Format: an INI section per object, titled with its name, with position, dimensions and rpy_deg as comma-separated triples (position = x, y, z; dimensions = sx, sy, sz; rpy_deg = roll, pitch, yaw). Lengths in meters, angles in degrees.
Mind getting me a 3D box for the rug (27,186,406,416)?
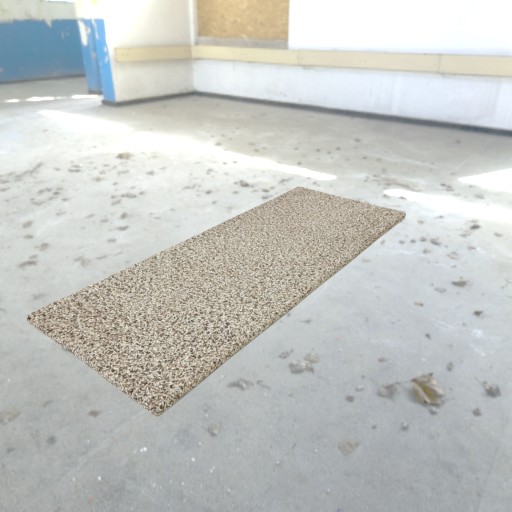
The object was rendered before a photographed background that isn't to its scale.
[rug]
position = 0.000, 0.000, 1.724
dimensions = 0.609, 0.030, 1.524
rpy_deg = 20, 34, 33
